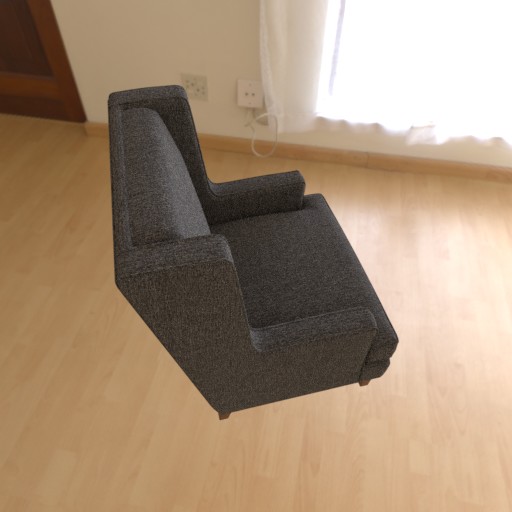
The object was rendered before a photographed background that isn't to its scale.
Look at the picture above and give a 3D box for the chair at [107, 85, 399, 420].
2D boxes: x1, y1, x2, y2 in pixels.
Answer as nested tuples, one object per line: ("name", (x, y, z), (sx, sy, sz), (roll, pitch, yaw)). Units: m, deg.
("chair", (0.000, 0.000, 1.824), (0.927, 1.082, 0.942), (-10, 49, -9))
